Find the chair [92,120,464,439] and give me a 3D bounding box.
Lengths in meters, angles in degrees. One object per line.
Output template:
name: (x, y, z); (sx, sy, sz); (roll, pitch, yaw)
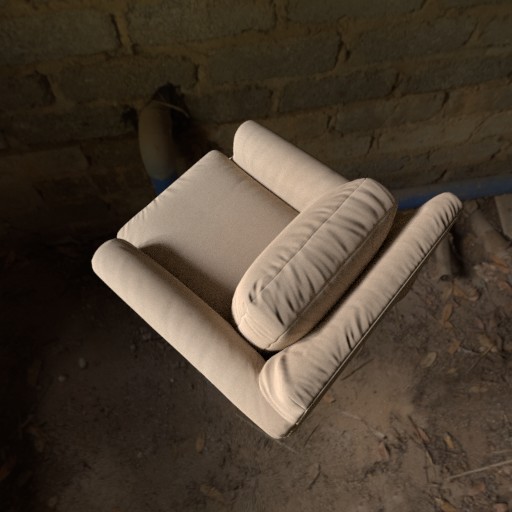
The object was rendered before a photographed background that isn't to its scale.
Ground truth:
chair: (0.000, 0.000, 1.728); (1.066, 0.866, 0.940); (38, 69, 17)
